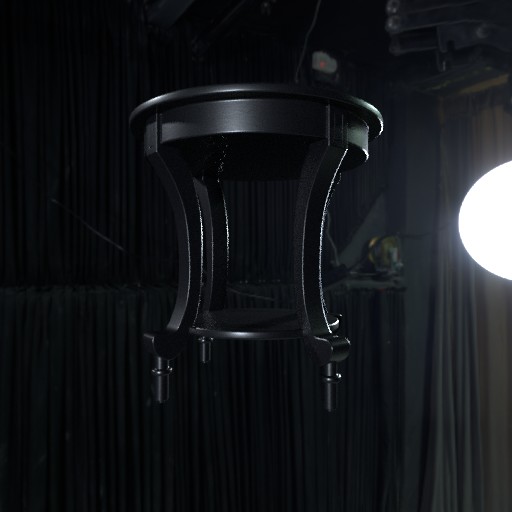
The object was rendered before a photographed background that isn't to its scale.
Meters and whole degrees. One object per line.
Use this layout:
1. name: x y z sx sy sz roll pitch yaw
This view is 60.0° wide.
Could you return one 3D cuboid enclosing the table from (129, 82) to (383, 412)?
1. table: 0.000 0.000 1.084 0.597 0.618 0.597 0 0 0
